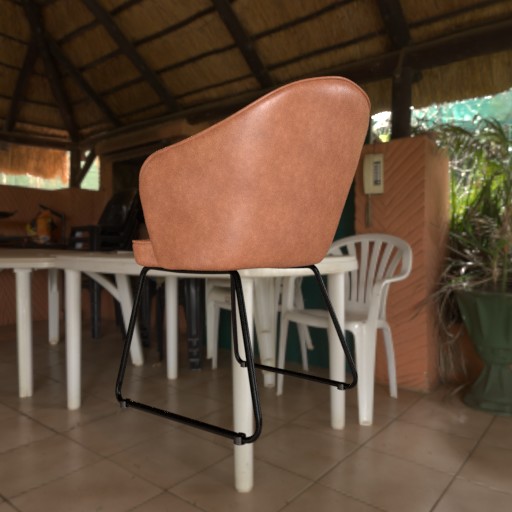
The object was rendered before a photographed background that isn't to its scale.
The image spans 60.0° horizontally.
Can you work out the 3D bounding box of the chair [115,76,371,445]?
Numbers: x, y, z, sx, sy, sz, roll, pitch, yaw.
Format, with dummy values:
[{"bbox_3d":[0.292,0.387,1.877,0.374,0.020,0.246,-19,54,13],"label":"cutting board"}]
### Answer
[{"bbox_3d":[0.000,0.000,1.186,0.580,0.785,0.582,1,2,38],"label":"chair"}]
